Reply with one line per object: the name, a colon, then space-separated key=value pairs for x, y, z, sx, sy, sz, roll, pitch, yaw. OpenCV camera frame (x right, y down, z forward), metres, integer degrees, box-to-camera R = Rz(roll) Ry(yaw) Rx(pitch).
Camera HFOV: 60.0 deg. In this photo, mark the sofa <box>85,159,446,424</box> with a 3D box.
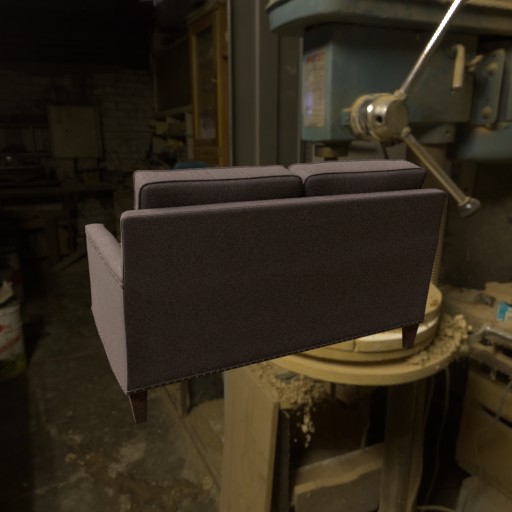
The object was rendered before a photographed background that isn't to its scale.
sofa: x=0.000 y=0.000 z=2.324 sx=1.597 sy=1.003 sz=1.084 roll=-7 pitch=17 yaw=-25
